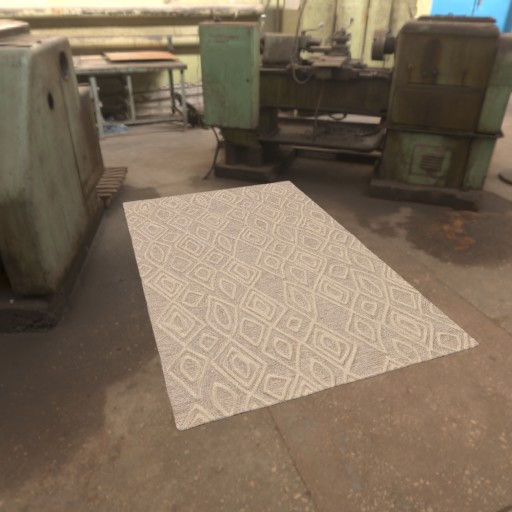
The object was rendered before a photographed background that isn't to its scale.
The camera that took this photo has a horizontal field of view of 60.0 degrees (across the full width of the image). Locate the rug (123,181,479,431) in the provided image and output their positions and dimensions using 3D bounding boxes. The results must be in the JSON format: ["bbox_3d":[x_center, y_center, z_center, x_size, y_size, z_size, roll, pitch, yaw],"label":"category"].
[{"bbox_3d":[0.000,0.000,3.001,1.546,0.010,2.442,-10,32,-17],"label":"rug"}]
